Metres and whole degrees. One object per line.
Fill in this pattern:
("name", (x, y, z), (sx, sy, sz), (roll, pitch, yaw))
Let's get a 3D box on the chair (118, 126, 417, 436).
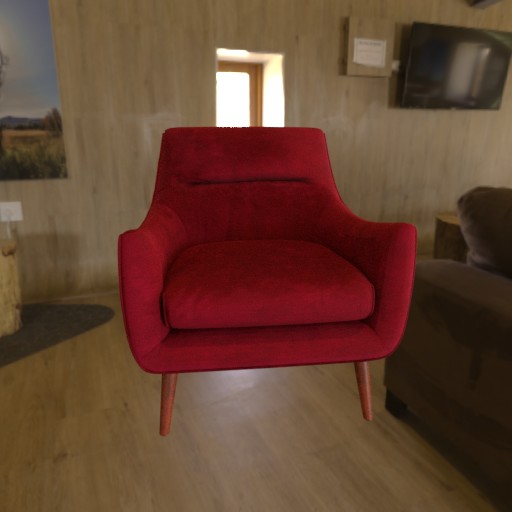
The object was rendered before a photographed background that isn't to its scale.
("chair", (0.000, 0.000, 1.475), (0.762, 0.838, 0.787), (-2, 15, -7))
